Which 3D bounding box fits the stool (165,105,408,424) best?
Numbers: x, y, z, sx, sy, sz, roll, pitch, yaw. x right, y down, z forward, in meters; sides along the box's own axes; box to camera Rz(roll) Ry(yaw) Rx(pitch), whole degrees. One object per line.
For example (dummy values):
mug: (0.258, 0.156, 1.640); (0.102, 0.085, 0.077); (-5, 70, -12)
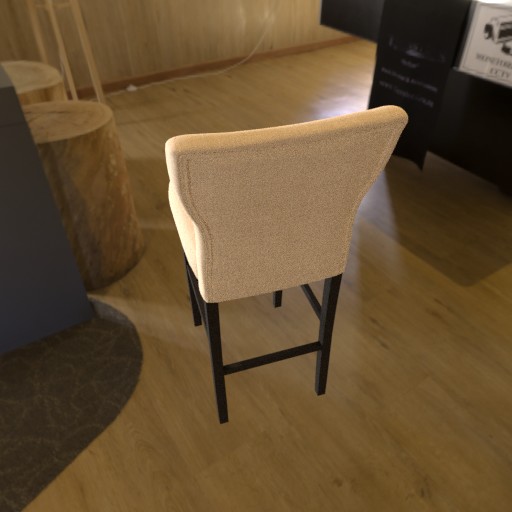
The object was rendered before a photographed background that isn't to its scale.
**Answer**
stool: (0.000, 0.000, 1.432); (0.516, 1.124, 0.603); (-12, 42, -13)
